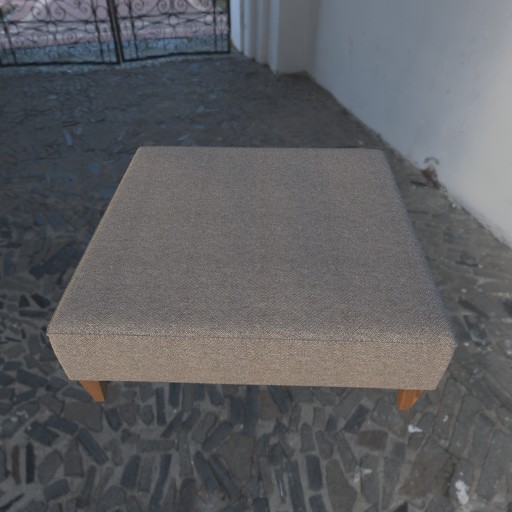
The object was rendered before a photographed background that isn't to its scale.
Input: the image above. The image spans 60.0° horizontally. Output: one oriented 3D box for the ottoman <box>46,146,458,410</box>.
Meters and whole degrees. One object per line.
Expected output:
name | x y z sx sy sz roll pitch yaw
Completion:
ottoman | 0.000 0.000 1.493 0.981 0.378 0.970 1 41 1
